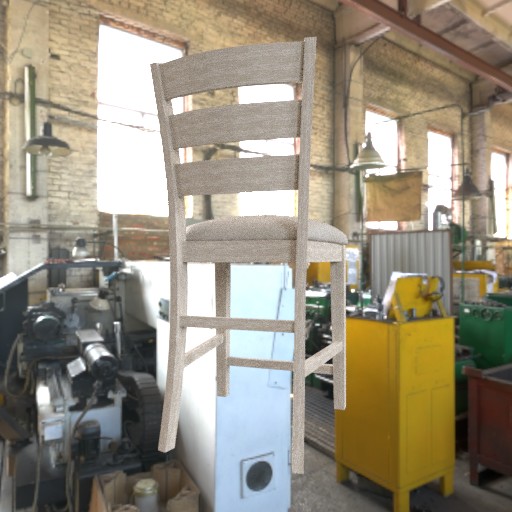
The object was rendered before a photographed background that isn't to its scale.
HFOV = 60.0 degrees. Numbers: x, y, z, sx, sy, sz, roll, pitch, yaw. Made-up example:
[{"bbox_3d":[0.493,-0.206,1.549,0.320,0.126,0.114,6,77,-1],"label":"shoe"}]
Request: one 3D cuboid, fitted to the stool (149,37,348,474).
[{"bbox_3d":[0.000,0.000,1.334,0.484,1.032,0.569,0,0,19],"label":"stool"}]
